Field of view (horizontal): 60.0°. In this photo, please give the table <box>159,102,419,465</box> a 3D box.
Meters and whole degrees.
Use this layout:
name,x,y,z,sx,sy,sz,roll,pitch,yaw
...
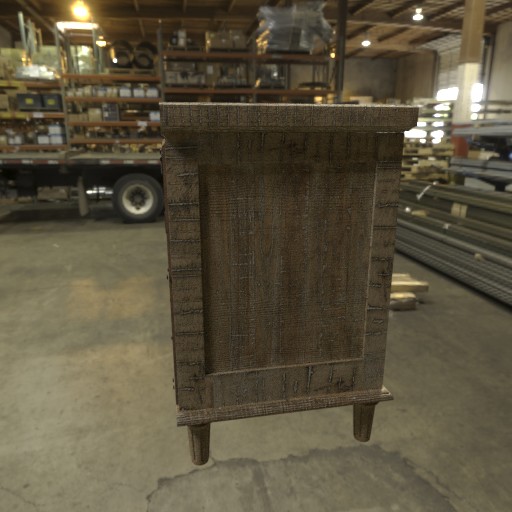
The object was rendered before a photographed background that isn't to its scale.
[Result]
name,x,y,z,sx,sy,sz,roll,pitch,yaw
table,0.000,0.000,1.153,0.457,0.711,0.686,-3,16,-11
